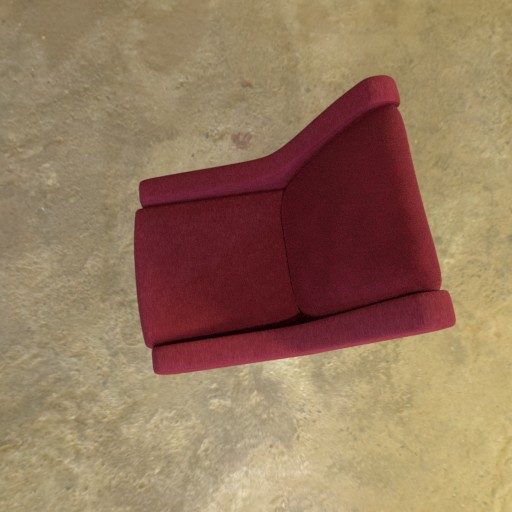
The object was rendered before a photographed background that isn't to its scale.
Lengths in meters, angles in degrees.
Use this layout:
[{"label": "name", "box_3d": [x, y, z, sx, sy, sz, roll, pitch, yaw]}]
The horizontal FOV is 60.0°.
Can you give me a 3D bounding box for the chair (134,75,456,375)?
[{"label": "chair", "box_3d": [0.000, 0.000, 1.725, 0.985, 1.017, 0.793, -8, 75, -2]}]
